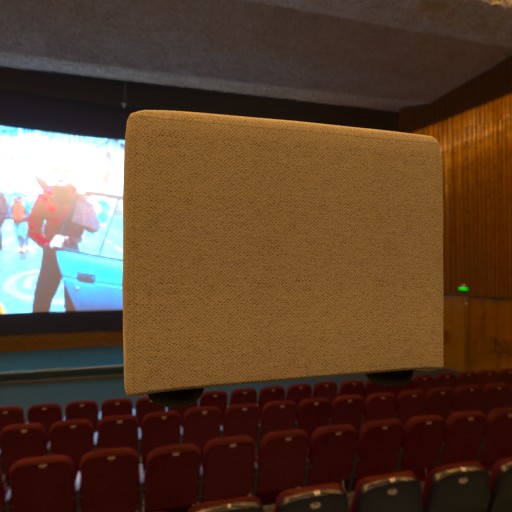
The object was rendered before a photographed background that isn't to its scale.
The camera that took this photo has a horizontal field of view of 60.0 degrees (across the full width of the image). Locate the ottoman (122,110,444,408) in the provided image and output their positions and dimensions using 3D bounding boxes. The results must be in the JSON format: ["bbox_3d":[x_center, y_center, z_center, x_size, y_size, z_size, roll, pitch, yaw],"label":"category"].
[{"bbox_3d":[0.000,0.000,0.902,0.521,0.453,0.512,0,0,-17],"label":"ottoman"}]
